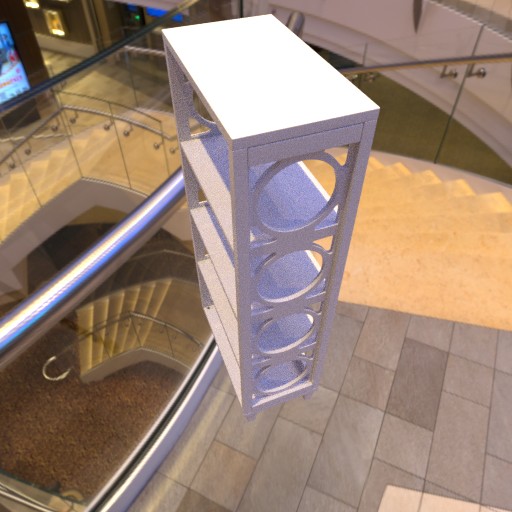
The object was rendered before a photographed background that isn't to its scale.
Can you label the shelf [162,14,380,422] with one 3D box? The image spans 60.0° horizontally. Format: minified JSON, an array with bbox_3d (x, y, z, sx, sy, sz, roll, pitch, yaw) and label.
[{"bbox_3d":[0.000,0.000,1.624,0.340,1.411,0.611,-16,49,-14],"label":"shelf"}]
